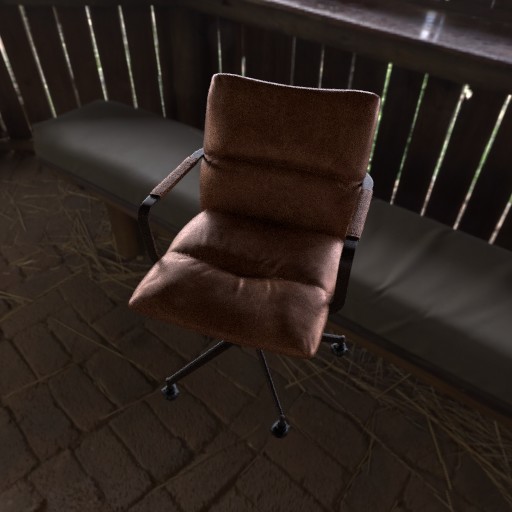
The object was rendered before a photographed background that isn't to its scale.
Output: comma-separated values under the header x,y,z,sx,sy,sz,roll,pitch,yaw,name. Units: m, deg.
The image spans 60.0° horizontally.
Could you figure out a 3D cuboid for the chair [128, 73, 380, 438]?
x,y,z,sx,sy,sz,roll,pitch,yaw,name
0.000,0.000,1.497,0.727,0.922,0.754,13,44,14,chair
